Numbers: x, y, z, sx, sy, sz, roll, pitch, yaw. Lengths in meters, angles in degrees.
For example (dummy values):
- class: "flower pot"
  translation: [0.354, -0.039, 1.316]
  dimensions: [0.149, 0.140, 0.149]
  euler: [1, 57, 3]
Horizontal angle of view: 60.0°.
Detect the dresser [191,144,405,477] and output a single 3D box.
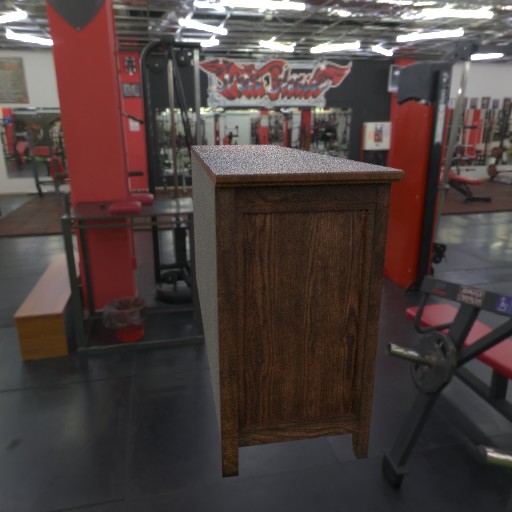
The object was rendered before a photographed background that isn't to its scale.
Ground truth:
- class: "dresser"
  translation: [0.000, 0.000, 1.886]
  dimensions: [0.463, 0.856, 1.551]
  euler: [-3, 17, -10]
